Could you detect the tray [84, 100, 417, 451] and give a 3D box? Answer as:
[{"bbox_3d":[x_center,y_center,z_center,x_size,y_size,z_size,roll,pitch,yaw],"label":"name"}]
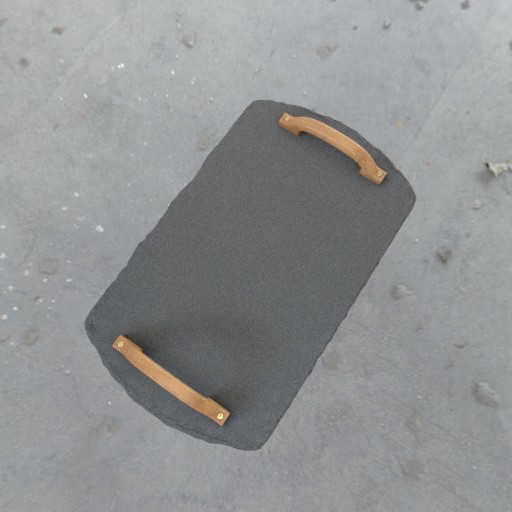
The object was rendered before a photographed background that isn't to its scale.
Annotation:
[{"bbox_3d":[0.000,0.000,0.479,0.231,0.062,0.387,33,78,8],"label":"tray"}]
